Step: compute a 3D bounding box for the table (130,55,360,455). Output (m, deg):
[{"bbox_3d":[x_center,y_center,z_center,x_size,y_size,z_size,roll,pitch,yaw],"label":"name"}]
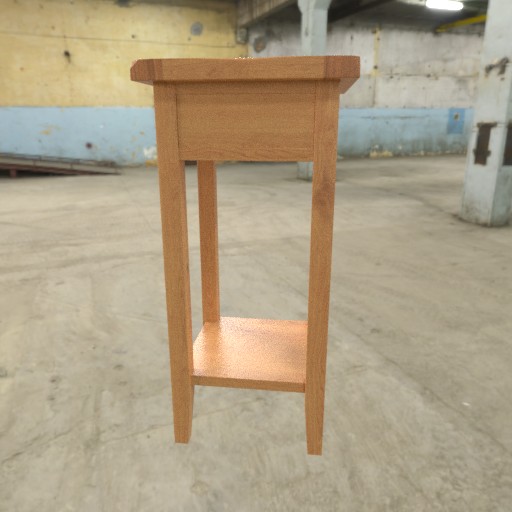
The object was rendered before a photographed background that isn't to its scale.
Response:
[{"bbox_3d":[0.000,0.000,0.954,0.360,0.740,0.360,2,16,7],"label":"table"}]
